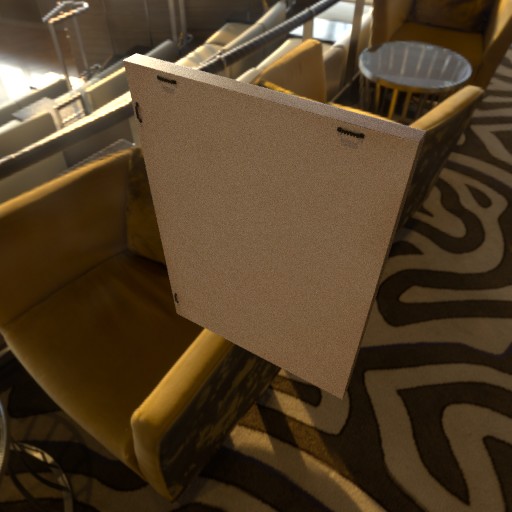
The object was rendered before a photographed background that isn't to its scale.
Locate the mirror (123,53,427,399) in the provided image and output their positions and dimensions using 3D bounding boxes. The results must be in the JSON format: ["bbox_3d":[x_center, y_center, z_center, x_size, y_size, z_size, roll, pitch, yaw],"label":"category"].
[{"bbox_3d":[0.000,0.000,0.924,0.508,0.711,0.039,23,50,21],"label":"mirror"}]
